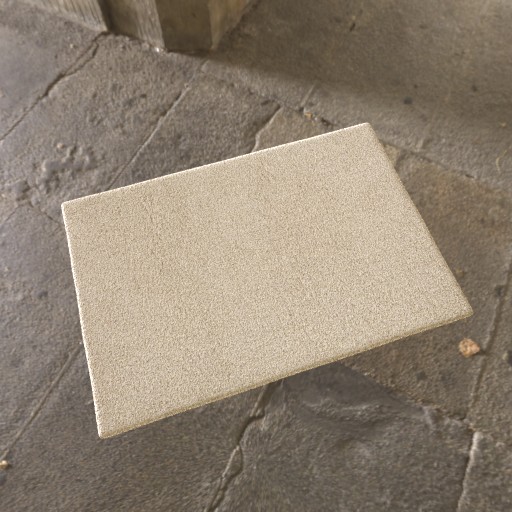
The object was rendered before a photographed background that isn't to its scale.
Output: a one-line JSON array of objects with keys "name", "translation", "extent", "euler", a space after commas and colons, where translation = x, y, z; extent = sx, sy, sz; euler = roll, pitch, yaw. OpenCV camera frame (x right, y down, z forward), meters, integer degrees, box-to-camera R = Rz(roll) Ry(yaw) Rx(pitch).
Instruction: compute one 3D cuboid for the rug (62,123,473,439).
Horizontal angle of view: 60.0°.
[{"name": "rug", "translation": [0.000, 0.000, 2.227], "extent": [1.778, 0.030, 1.219], "euler": [-16, 66, -7]}]
